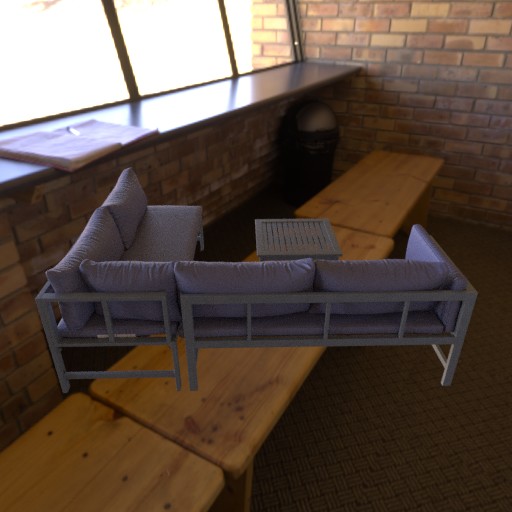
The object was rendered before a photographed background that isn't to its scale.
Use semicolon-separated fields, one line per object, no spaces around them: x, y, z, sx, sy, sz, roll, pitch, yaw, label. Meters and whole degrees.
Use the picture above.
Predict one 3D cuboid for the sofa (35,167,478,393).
0.000;0.000;2.981;2.149;0.762;1.658;-1;29;-1;sofa
